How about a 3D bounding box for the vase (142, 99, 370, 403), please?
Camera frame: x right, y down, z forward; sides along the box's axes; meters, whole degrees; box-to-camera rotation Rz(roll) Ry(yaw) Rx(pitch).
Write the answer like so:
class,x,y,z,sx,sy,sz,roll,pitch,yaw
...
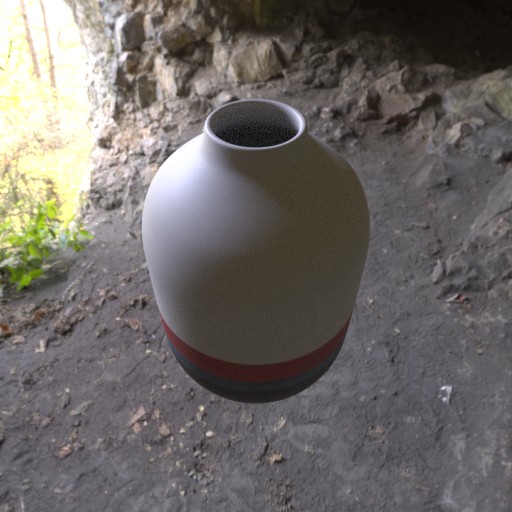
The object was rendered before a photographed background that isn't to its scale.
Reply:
class,x,y,z,sx,sy,sz,roll,pitch,yaw
vase,0.000,0.000,0.359,0.169,0.237,0.169,0,46,0
